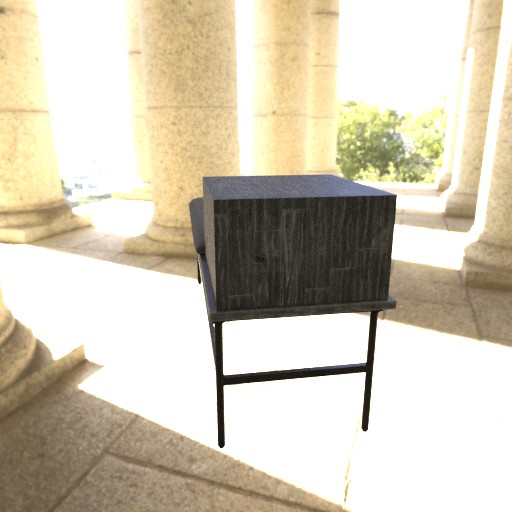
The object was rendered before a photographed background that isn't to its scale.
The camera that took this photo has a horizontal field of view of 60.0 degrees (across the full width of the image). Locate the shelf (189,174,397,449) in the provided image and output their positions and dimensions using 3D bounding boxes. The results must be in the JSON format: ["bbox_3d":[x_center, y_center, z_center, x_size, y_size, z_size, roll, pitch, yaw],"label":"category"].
[{"bbox_3d":[0.000,0.000,1.636,0.457,0.633,1.342,-3,16,-9],"label":"shelf"}]
